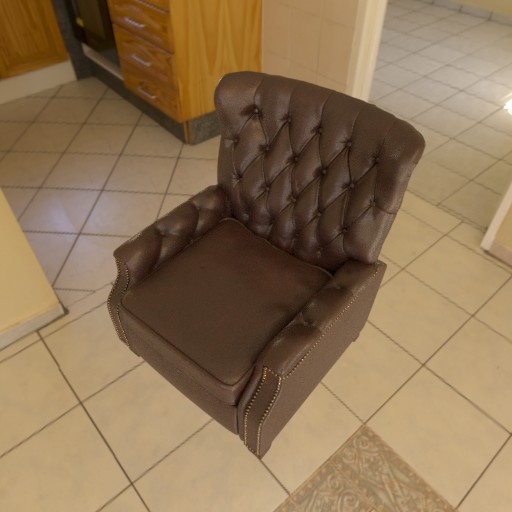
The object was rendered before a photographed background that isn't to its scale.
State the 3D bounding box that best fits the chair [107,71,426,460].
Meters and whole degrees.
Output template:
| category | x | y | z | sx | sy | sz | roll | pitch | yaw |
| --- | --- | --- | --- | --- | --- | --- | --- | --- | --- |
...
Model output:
| category | x | y | z | sx | sy | sz | roll | pitch | yaw |
| --- | --- | --- | --- | --- | --- | --- | --- | --- | --- |
| chair | 0.000 | 0.000 | 1.463 | 0.709 | 0.864 | 0.823 | 30 | 53 | 26 |
